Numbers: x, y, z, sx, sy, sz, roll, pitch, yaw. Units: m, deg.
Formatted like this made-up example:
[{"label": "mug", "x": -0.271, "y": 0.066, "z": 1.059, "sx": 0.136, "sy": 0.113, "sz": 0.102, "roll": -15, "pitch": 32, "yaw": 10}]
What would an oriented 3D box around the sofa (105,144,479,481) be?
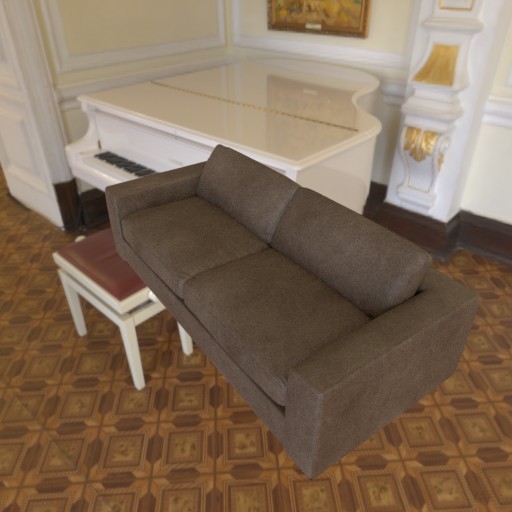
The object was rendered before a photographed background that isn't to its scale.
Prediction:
[{"label": "sofa", "x": 0.000, "y": 0.000, "z": 2.712, "sx": 1.070, "sy": 0.801, "sz": 2.262, "roll": -22, "pitch": 39, "yaw": -29}]
